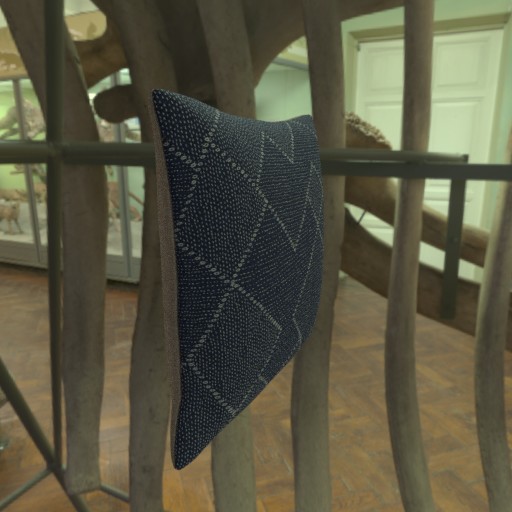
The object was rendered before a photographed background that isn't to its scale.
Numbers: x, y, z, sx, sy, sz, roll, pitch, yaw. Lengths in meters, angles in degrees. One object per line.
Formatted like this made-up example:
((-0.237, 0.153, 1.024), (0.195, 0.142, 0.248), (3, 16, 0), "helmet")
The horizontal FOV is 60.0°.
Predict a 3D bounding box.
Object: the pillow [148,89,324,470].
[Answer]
((0.000, 0.000, 0.662), (0.148, 0.428, 0.435), (7, 16, 26), "pillow")
